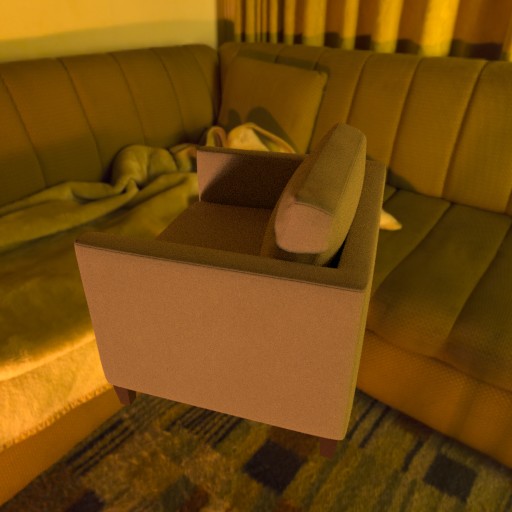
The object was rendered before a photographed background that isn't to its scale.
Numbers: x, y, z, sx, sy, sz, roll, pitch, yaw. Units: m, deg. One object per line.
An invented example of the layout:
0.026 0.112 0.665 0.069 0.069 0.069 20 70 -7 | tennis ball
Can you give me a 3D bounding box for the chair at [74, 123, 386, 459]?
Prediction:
0.000 0.000 1.862 0.959 0.961 1.107 9 32 14 | chair
